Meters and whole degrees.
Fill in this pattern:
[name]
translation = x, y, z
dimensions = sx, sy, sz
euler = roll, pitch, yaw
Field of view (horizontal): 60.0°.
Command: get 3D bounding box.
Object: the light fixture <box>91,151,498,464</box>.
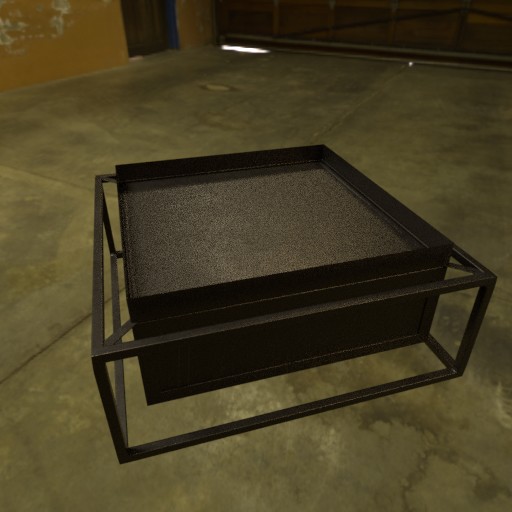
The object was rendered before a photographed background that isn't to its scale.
[light fixture]
translation = 0.000, 0.000, 0.662
dimensions = 0.441, 0.191, 0.441
euler = -9, 34, -14
